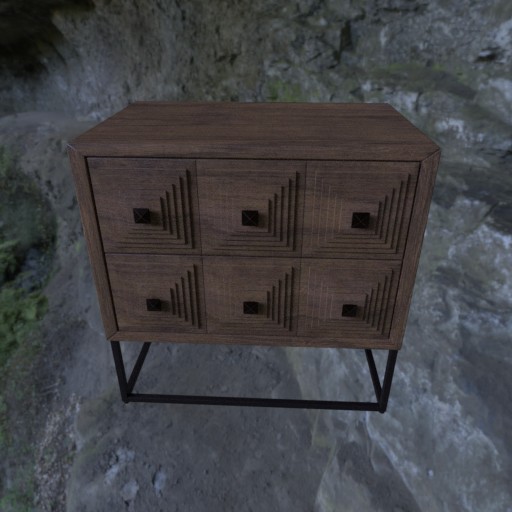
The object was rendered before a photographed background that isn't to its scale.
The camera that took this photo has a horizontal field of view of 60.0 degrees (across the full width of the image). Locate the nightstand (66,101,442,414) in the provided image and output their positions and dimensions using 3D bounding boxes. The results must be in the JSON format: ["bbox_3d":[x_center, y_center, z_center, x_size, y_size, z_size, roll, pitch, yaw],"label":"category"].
[{"bbox_3d":[0.000,0.000,1.026,0.610,0.610,0.437,1,29,3],"label":"nightstand"}]
